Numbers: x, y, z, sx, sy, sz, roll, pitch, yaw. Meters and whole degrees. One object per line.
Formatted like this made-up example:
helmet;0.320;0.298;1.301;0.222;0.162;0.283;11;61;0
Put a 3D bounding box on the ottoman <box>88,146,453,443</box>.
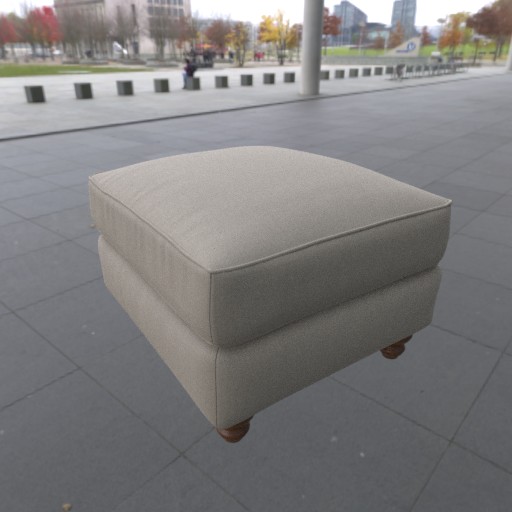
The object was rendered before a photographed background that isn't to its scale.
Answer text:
ottoman;0.000;0.000;1.160;0.662;0.505;0.716;-16;29;-30
